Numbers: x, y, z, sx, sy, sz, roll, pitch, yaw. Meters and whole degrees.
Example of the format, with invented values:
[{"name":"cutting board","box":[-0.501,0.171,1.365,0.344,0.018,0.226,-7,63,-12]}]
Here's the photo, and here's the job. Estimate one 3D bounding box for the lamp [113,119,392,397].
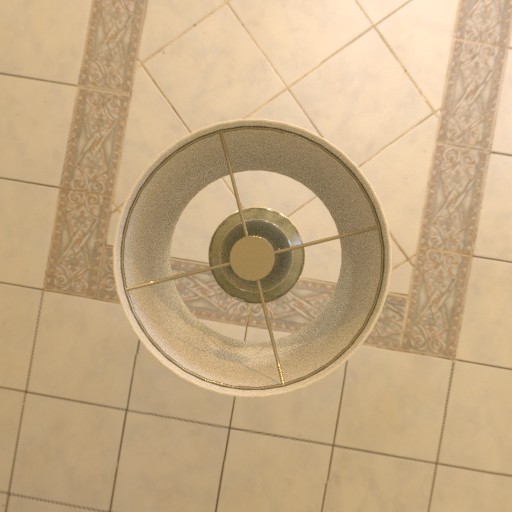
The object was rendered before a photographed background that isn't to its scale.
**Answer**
[{"name":"lamp","box":[0.000,0.000,0.561,0.211,0.455,0.211,0,90,1]}]
